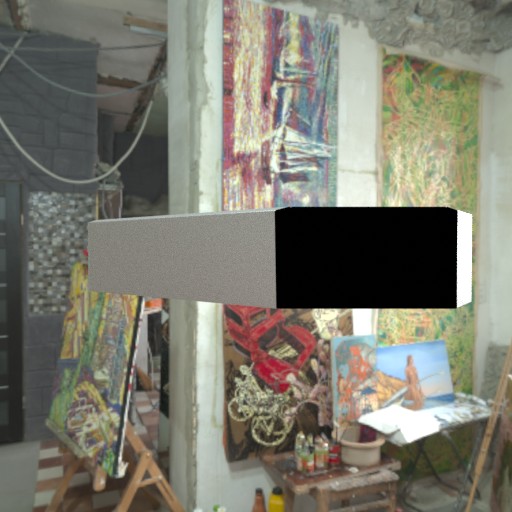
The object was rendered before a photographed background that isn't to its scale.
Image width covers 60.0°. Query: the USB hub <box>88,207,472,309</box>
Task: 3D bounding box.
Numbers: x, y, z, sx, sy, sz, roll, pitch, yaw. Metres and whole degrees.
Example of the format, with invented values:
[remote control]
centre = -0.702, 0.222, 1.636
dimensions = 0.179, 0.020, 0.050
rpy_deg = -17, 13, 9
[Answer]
[USB hub]
centre = 0.000, 0.000, 0.131
dimensions = 0.110, 0.023, 0.044
rpy_deg = 1, 1, 37
